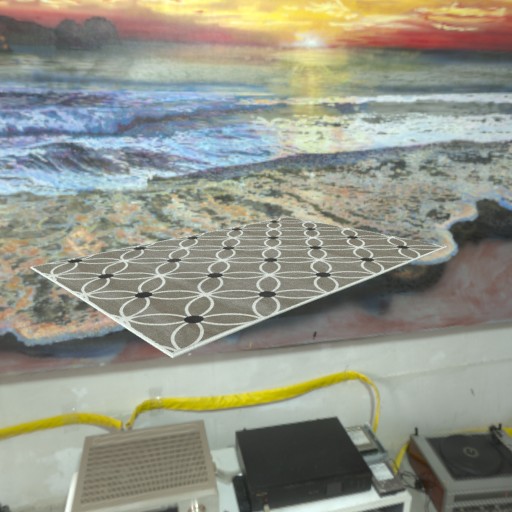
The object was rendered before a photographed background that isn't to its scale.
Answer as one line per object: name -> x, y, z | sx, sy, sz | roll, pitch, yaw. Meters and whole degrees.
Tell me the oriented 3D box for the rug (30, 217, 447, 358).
rug -> 0.000, 0.000, 2.878 | 2.284, 0.008, 1.522 | -15, 22, -42
